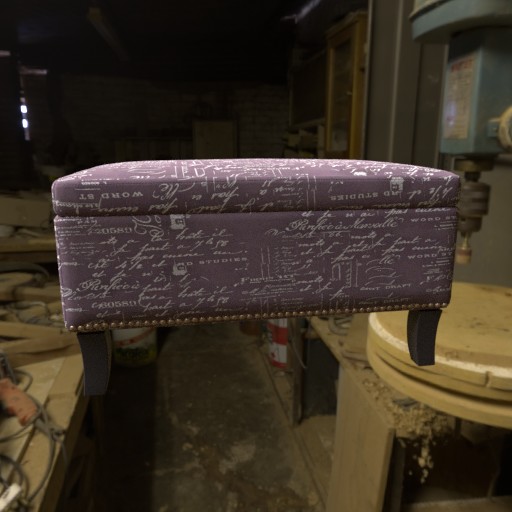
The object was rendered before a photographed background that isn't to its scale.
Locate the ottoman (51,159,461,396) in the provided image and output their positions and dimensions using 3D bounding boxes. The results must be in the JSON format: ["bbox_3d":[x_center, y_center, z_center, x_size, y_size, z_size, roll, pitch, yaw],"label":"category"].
[{"bbox_3d":[0.000,0.000,1.072,0.813,0.457,0.406,-2,14,-9],"label":"ottoman"}]
